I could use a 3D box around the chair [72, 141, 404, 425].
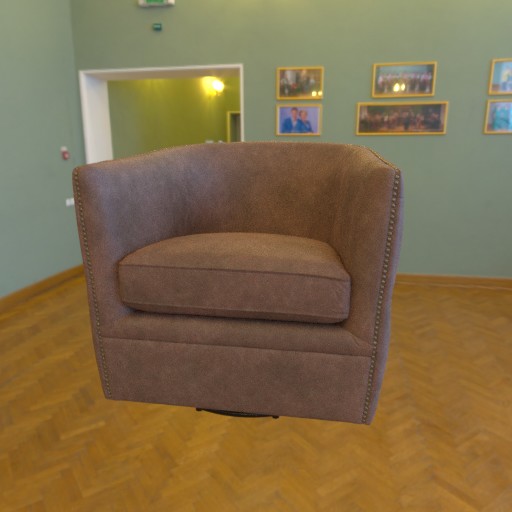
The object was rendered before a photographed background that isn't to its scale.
[{"bbox_3d":[0.000,0.000,1.545,0.850,0.790,0.870,2,14,9],"label":"chair"}]
